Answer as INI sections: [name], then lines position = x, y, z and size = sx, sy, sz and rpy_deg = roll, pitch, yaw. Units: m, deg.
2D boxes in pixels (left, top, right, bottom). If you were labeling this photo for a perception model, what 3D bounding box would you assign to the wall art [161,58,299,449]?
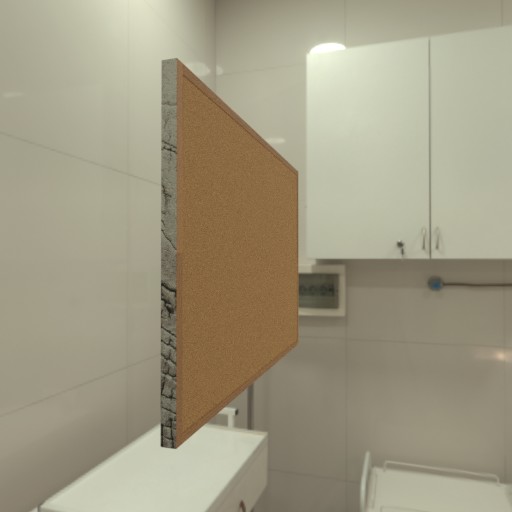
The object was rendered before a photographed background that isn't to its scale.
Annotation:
[wall art]
position = 0.000, 0.000, 1.408
size = 0.035, 0.758, 1.141
rpy_deg = 0, -1, 17
